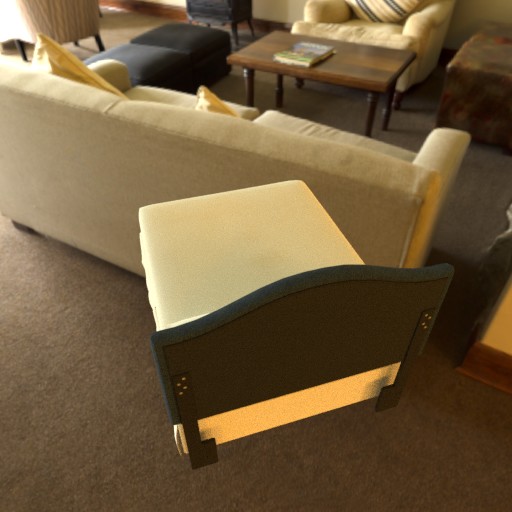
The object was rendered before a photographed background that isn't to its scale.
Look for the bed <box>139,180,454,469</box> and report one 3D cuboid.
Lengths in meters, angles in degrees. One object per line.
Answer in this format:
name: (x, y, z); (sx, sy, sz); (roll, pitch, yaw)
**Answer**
bed: (0.000, 0.000, 3.339); (1.713, 1.518, 2.153); (-12, 43, -13)
